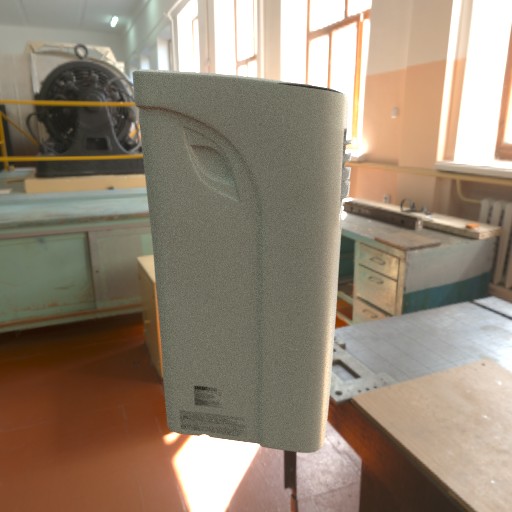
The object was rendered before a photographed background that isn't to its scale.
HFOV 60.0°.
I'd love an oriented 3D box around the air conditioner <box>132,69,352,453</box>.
[{"bbox_3d":[0.000,0.000,0.933,0.369,0.716,0.352,3,16,12],"label":"air conditioner"}]
